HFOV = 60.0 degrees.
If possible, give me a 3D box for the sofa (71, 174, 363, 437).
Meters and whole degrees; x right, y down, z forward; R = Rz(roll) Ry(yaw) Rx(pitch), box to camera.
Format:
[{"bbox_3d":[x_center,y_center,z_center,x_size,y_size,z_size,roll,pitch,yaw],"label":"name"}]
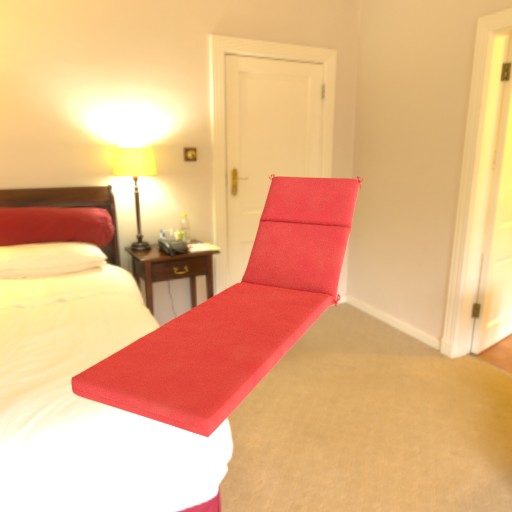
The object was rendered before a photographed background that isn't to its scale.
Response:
[{"bbox_3d":[0.000,0.000,1.955,0.582,0.622,1.663,7,15,25],"label":"sofa"}]
